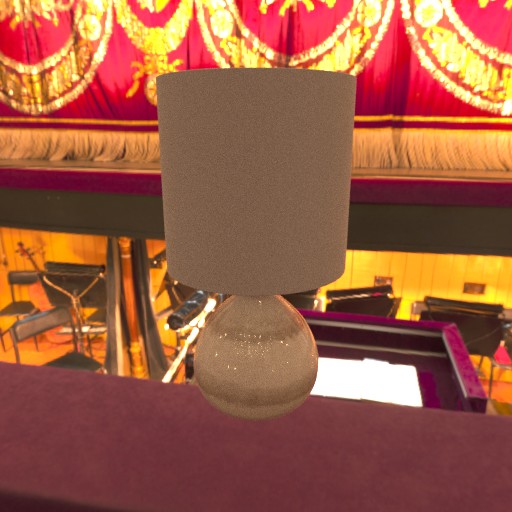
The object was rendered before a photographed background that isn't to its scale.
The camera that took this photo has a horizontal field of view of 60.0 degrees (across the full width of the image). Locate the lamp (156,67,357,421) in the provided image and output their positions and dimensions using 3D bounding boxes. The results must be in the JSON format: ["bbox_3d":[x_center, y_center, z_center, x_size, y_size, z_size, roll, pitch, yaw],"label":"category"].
[{"bbox_3d":[0.000,0.000,0.544,0.217,0.404,0.217,3,16,10],"label":"lamp"}]
